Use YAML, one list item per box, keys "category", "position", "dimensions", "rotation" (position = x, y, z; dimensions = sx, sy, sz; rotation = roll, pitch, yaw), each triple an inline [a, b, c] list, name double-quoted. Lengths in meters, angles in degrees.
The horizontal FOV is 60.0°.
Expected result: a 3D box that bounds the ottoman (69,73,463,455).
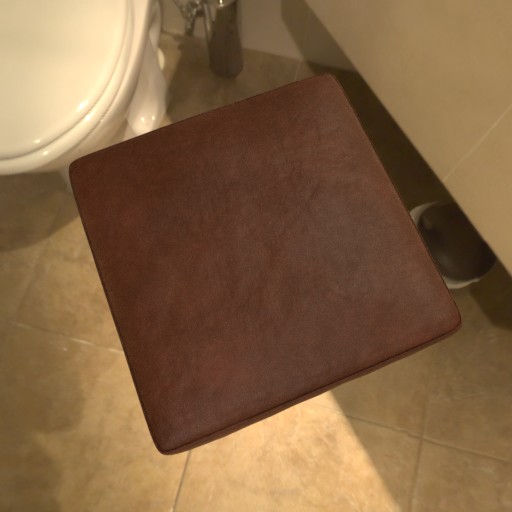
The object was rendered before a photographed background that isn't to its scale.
- category: "ottoman"
  position: [0.000, 0.000, 1.309]
  dimensions: [0.836, 0.415, 0.844]
  rotation: [-21, 76, -6]
